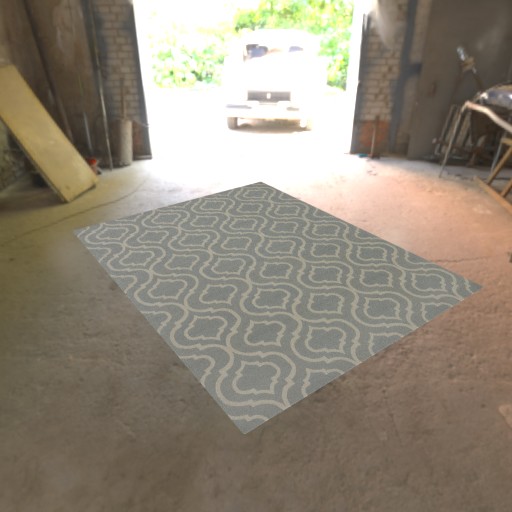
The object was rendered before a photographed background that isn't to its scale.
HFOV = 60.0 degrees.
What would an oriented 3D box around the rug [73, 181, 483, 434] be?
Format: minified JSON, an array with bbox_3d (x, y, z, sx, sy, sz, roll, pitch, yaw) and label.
[{"bbox_3d":[0.000,0.000,3.881,2.283,0.006,2.892,-20,36,-31],"label":"rug"}]
